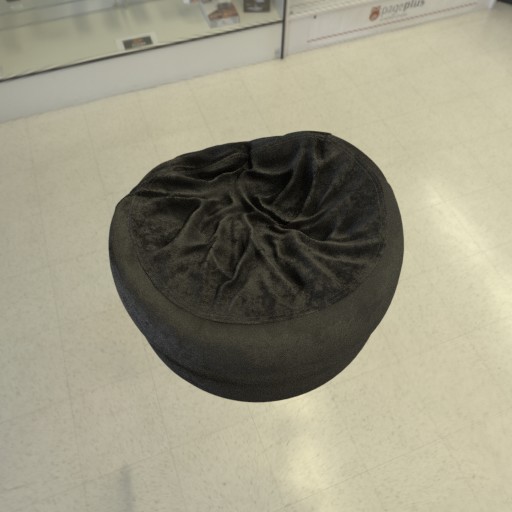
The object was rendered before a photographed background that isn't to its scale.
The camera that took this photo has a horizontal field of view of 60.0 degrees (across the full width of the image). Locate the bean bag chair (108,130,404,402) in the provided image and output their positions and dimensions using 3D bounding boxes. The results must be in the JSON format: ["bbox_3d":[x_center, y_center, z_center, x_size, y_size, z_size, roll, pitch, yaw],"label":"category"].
[{"bbox_3d":[0.000,0.000,1.520,0.918,0.605,0.918,0,58,0],"label":"bean bag chair"}]
